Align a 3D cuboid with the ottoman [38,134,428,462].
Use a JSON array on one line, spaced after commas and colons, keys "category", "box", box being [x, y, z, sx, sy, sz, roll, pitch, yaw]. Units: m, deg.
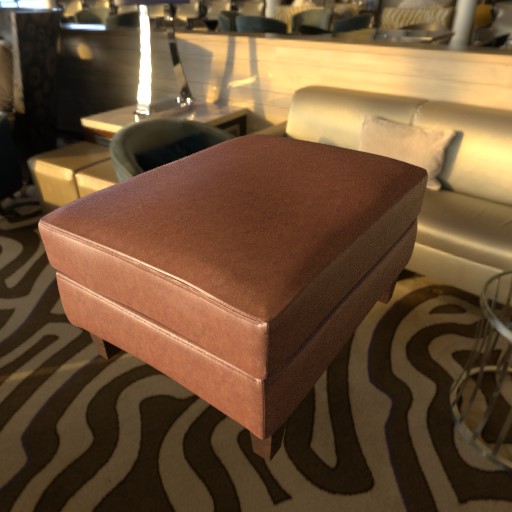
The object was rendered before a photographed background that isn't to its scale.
[{"category": "ottoman", "box": [0.000, 0.000, 1.218, 0.650, 0.485, 0.851, 20, 36, 30]}]
